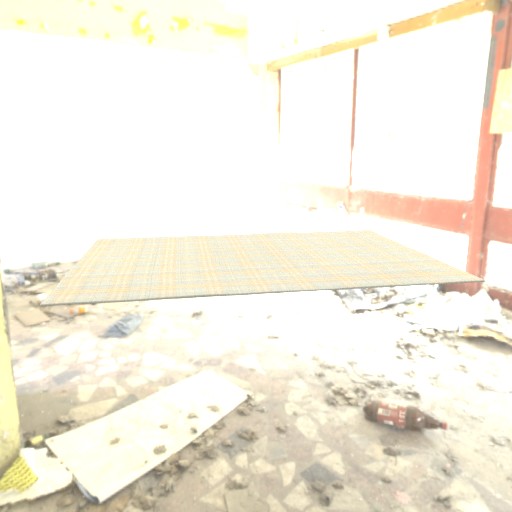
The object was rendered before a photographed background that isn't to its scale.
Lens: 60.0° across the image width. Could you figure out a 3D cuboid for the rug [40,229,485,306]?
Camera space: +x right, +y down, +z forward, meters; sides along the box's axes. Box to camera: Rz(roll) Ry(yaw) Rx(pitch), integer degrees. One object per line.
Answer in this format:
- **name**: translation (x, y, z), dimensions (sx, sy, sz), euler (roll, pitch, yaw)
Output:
- **rug**: translation (0.000, 0.000, 2.371), dimensions (1.835, 0.012, 1.231), euler (-2, 14, -9)
